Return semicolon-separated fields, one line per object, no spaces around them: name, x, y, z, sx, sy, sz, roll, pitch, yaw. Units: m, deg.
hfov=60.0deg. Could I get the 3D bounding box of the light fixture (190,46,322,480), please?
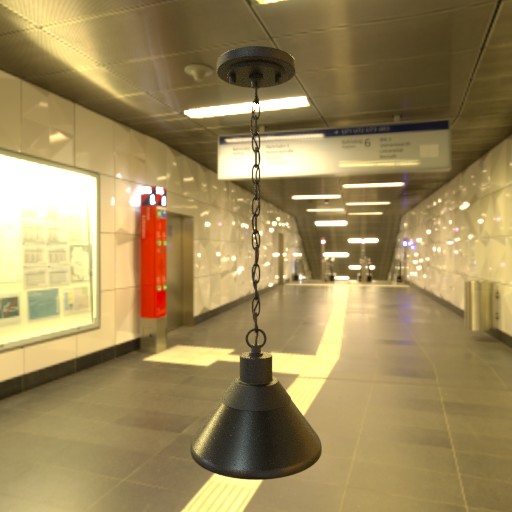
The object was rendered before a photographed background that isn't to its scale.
light fixture;0.000;0.000;0.682;0.201;0.588;0.201;0;0;-1
